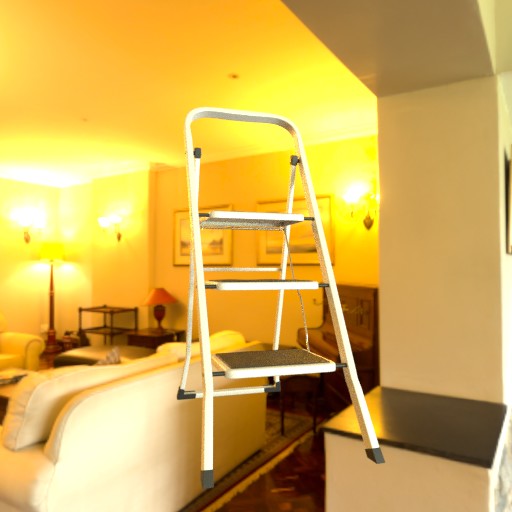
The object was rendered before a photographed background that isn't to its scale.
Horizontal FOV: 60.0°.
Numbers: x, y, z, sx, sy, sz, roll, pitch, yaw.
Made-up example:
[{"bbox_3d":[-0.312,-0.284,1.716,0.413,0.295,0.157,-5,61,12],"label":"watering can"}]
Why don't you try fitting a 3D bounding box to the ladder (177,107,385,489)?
[{"bbox_3d":[0.000,0.000,1.395,0.460,1.050,0.711,1,-2,-17],"label":"ladder"}]
